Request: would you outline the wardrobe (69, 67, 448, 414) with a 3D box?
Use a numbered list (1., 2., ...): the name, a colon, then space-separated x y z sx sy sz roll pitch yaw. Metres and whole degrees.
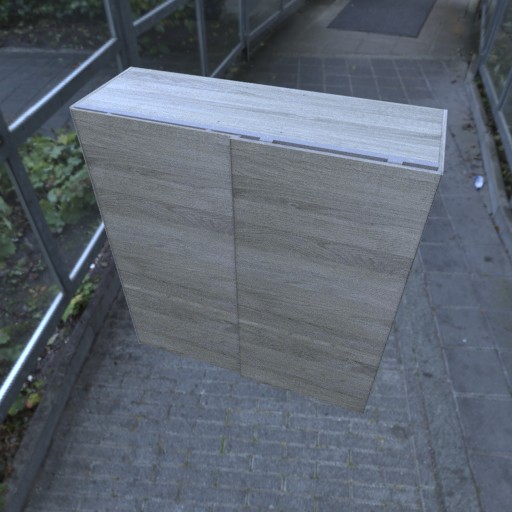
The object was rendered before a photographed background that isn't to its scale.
1. wardrobe: 0.000 0.000 2.839 1.780 1.960 0.629 13 44 14
